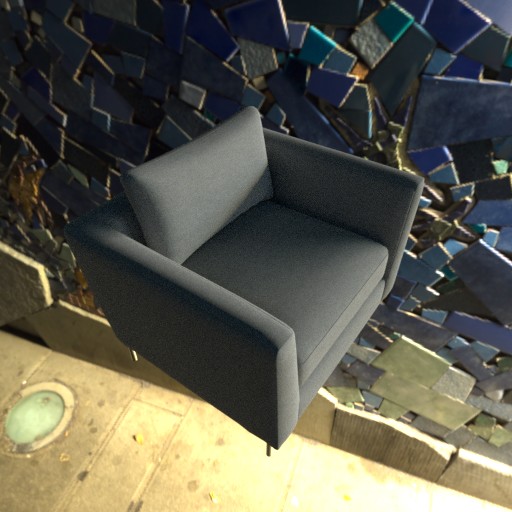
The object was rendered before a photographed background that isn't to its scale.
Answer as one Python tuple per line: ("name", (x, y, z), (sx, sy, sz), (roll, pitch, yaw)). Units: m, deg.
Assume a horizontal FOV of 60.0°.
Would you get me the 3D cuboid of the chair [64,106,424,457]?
("chair", (0.000, 0.000, 1.747), (0.889, 0.864, 1.041), (25, 47, 26))
